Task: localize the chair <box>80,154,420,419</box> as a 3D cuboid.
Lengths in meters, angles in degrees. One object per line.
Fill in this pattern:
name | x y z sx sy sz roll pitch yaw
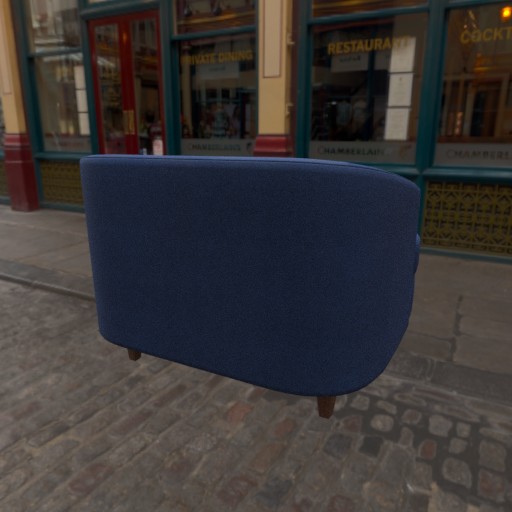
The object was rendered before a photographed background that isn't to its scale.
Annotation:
chair | 0.000 0.000 1.739 1.118 0.787 0.914 8 16 27
